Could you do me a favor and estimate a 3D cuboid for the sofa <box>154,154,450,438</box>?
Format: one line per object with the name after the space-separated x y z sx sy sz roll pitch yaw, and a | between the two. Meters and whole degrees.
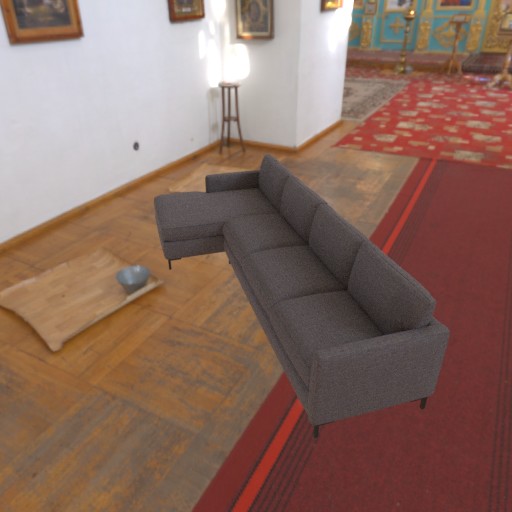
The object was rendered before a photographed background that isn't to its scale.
0.000 0.000 3.279 1.258 0.754 2.731 -9 31 -15 | sofa
